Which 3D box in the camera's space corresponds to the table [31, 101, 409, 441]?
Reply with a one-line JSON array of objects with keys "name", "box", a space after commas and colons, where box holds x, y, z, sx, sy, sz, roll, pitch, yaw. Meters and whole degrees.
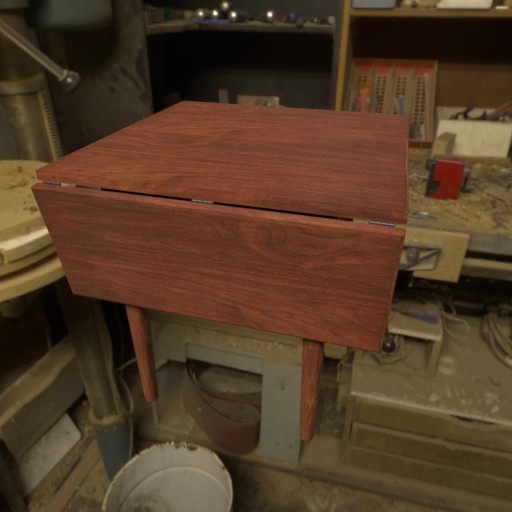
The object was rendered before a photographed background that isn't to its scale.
[{"name": "table", "box": [0.000, 0.000, 1.421, 0.812, 0.763, 0.843, 9, 32, 14]}]
